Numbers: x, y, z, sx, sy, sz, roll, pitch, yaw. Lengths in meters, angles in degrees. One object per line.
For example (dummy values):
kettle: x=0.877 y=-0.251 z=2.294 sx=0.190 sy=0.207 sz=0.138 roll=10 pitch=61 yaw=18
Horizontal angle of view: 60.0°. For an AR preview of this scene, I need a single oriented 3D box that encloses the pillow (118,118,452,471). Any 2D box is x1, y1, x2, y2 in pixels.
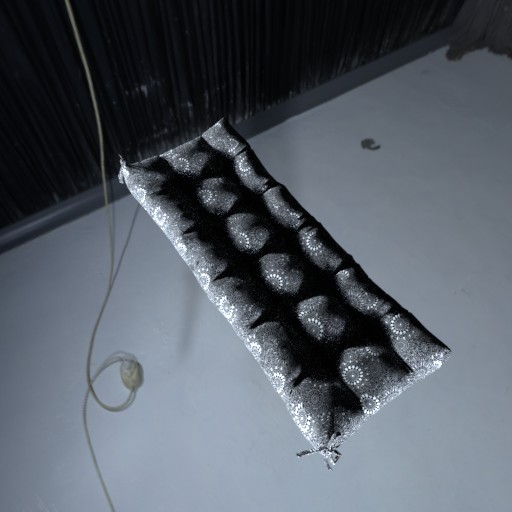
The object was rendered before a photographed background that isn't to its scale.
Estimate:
pillow: x=0.000 y=0.000 z=1.371 sx=0.511 sy=0.174 sz=1.194 roll=-31 pitch=63 yaw=-18
